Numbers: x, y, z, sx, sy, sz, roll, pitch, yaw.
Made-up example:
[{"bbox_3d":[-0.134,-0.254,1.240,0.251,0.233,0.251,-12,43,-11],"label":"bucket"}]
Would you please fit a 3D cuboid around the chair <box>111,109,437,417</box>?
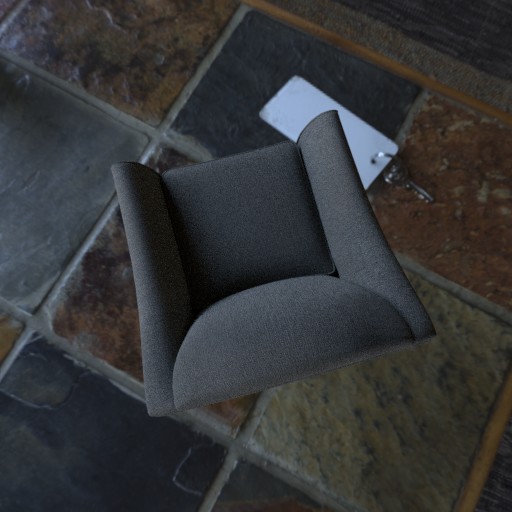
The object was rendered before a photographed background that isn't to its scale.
[{"bbox_3d":[0.000,0.000,1.471,0.763,0.839,0.787,-15,78,-3],"label":"chair"}]
